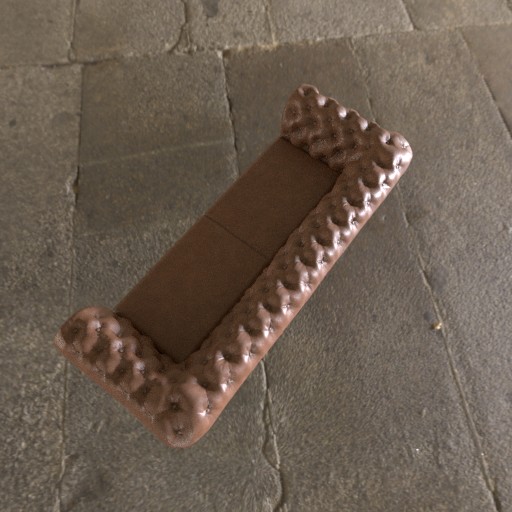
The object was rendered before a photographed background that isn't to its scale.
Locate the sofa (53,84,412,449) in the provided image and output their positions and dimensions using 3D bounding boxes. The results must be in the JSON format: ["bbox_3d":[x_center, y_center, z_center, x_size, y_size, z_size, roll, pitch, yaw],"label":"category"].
[{"bbox_3d":[0.000,0.000,2.904,0.944,0.783,2.385,35,69,15],"label":"sofa"}]
